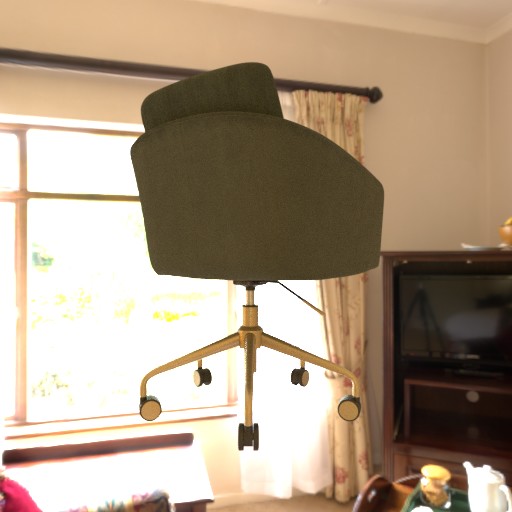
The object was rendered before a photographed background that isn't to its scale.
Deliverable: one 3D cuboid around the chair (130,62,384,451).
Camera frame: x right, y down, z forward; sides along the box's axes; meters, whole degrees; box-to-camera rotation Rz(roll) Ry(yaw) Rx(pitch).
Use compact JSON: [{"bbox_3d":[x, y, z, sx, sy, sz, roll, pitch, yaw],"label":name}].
[{"bbox_3d":[0.000,0.000,1.351,0.641,0.908,0.635,-1,-1,36],"label":"chair"}]
